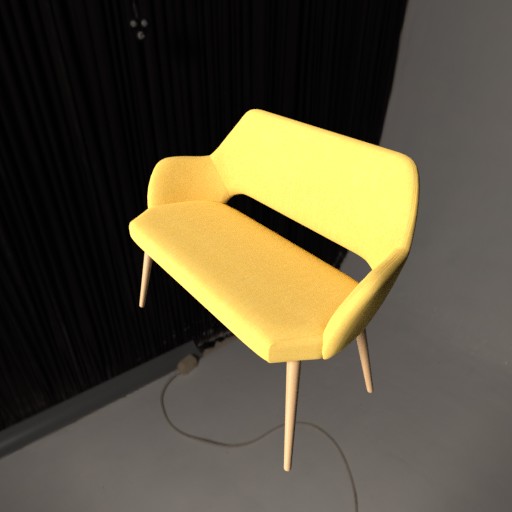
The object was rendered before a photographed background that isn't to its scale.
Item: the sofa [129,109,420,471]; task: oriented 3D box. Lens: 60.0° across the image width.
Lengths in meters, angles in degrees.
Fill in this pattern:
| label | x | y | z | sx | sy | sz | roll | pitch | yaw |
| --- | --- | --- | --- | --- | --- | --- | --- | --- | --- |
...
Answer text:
| label | x | y | z | sx | sy | sz | roll | pitch | yaw |
| --- | --- | --- | --- | --- | --- | --- | --- | --- | --- |
| sofa | 0.000 | 0.000 | 1.627 | 0.610 | 0.840 | 1.150 | -22 | 38 | -31 |
